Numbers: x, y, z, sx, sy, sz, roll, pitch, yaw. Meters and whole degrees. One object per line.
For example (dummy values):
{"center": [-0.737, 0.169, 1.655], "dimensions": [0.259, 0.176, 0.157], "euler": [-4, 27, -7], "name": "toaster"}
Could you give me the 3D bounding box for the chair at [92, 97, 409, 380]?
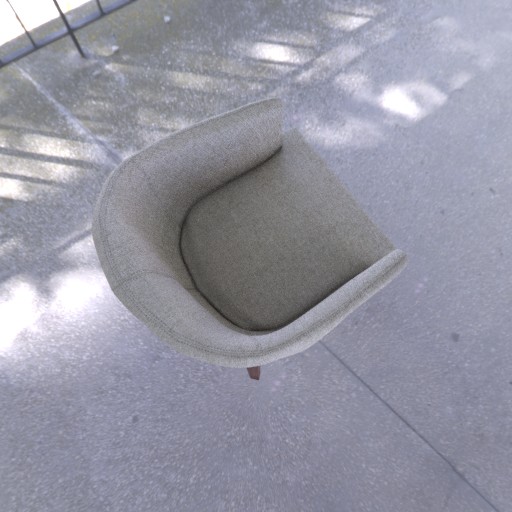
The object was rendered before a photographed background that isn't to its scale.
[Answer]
{"center": [0.000, 0.000, 1.259], "dimensions": [0.655, 0.811, 0.583], "euler": [-33, 76, -9], "name": "chair"}
